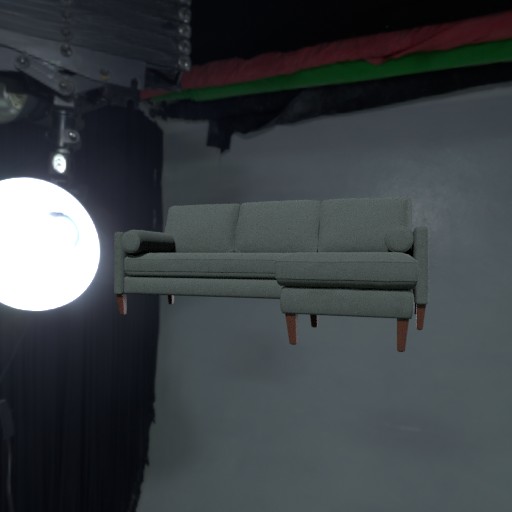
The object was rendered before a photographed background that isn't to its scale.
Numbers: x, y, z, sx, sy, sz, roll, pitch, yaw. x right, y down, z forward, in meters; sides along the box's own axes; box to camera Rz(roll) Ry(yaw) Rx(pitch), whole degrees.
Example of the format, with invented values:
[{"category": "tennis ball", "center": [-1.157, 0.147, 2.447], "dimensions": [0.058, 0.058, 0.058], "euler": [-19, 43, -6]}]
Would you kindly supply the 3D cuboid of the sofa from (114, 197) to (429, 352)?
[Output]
[{"category": "sofa", "center": [0.000, 0.000, 2.985], "dimensions": [2.178, 0.876, 1.506], "euler": [0, 0, 19]}]
